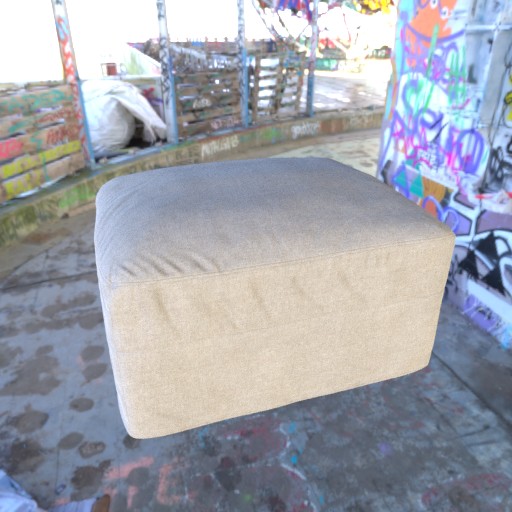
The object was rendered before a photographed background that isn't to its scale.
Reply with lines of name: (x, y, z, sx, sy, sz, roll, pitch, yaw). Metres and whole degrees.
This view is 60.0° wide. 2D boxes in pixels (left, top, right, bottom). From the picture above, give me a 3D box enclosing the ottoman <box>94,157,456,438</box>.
ottoman: (0.000, 0.000, 1.254, 0.837, 0.481, 0.683, -8, 28, -16)
